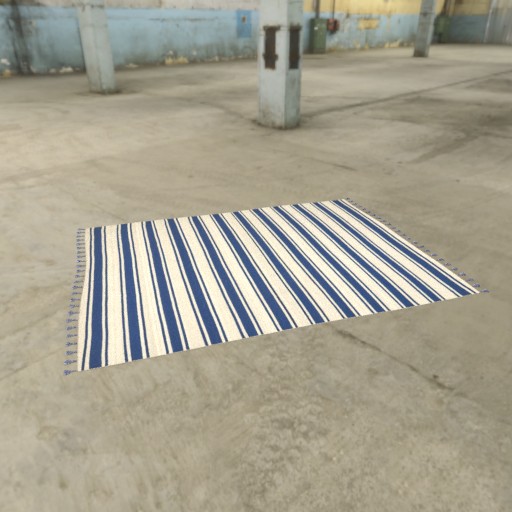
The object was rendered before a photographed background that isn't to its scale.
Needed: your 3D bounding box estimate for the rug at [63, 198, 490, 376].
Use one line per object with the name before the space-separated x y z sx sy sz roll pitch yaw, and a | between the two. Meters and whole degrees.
rug | 0.000 0.000 4.340 3.416 0.016 2.471 -8 28 -16
